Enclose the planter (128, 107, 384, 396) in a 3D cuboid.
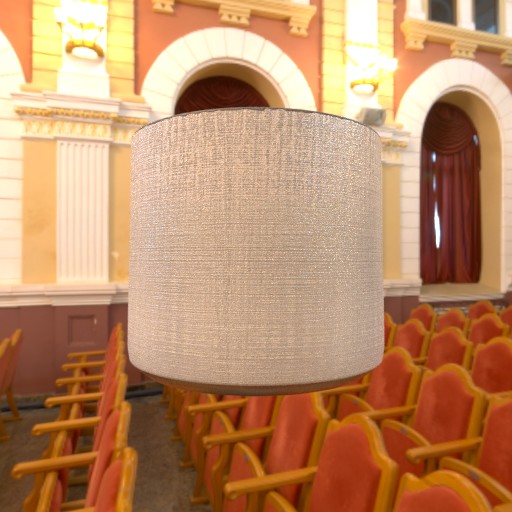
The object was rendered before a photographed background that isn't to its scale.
[{"bbox_3d":[0.000,0.000,0.226,0.125,0.112,0.125,0,-1,0],"label":"planter"}]
